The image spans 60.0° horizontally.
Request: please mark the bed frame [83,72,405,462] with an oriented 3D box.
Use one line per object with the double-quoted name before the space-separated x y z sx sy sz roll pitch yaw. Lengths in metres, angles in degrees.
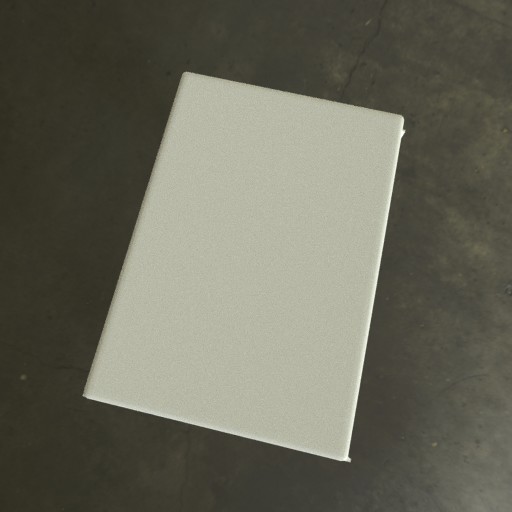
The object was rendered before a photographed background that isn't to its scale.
"bed frame" 0.000 0.000 2.616 1.445 0.497 1.945 13 76 3
